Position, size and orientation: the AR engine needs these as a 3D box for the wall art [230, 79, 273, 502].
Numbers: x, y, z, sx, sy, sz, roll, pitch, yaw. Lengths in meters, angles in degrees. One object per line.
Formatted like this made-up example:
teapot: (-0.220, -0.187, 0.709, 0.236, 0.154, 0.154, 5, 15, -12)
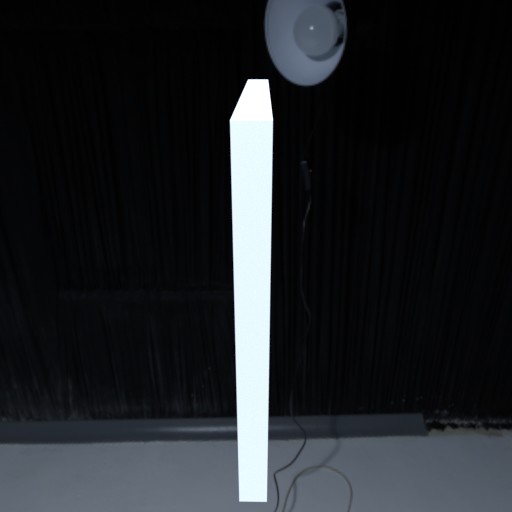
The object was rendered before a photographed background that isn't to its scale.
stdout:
wall art: (0.000, 0.000, 0.728, 0.038, 0.506, 0.506, 0, 25, 1)
